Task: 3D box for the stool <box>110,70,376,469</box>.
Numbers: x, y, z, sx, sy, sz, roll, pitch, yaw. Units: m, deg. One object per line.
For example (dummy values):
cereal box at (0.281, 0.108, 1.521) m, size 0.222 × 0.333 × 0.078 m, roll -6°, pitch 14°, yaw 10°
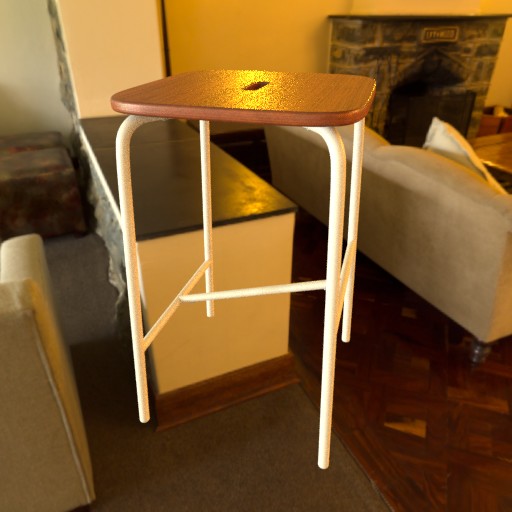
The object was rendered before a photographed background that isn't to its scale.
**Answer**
stool at (0.000, 0.000, 0.841) m, size 0.376 × 0.610 × 0.376 m, roll 8°, pitch 30°, yaw 14°
